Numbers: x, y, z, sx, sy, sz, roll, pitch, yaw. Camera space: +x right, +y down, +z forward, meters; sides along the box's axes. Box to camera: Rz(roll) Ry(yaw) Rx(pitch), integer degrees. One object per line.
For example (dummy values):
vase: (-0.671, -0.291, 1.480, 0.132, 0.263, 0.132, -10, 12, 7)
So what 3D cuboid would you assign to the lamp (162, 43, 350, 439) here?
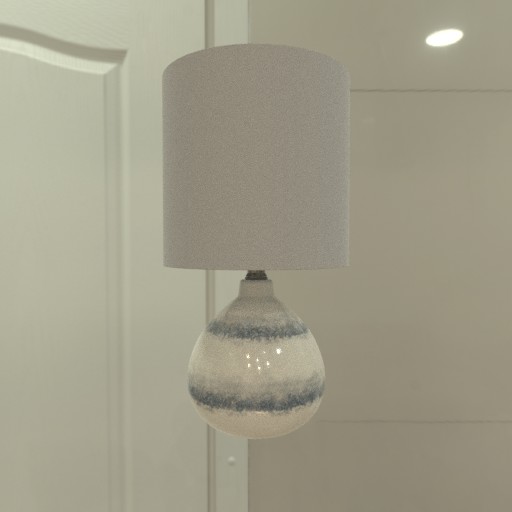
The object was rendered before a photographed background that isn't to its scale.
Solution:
lamp: (0.000, 0.000, 0.527, 0.216, 0.404, 0.216, 0, 2, -1)
